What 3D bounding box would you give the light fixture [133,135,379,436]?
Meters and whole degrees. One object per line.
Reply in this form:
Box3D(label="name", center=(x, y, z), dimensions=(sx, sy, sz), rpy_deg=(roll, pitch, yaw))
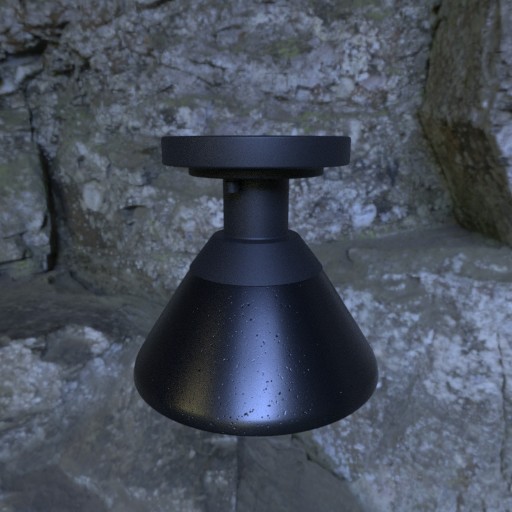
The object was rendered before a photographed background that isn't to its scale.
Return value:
Box3D(label="light fixture", center=(0.000, 0.000, 0.353), dimensions=(0.200, 0.183, 0.200), rpy_deg=(0, 14, 0))
